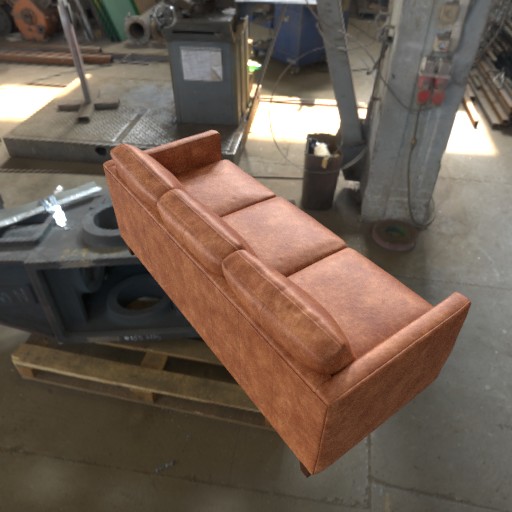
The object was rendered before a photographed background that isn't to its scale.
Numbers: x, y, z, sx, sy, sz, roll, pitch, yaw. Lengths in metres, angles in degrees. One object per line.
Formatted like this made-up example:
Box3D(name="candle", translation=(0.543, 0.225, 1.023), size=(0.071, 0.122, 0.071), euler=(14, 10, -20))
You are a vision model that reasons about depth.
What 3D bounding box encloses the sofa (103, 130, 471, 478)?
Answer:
Box3D(name="sofa", translation=(0.000, 0.000, 2.946), size=(1.045, 1.006, 2.464), euler=(-25, 47, -26))
